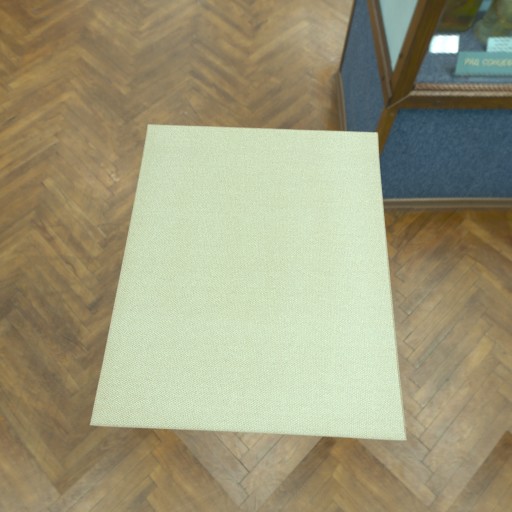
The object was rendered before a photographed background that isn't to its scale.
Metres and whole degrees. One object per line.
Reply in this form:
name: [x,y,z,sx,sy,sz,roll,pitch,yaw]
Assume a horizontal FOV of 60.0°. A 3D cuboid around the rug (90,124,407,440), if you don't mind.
rug: [0.000,0.000,4.072,2.462,0.018,3.039,2,64,1]
